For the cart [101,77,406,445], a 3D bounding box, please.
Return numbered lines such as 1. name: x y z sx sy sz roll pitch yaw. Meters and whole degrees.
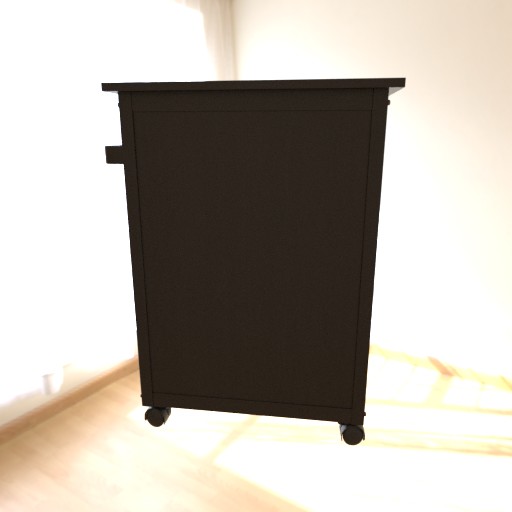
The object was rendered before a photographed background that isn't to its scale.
1. cart: 0.000 0.000 1.251 0.660 0.879 0.456 2 16 8
